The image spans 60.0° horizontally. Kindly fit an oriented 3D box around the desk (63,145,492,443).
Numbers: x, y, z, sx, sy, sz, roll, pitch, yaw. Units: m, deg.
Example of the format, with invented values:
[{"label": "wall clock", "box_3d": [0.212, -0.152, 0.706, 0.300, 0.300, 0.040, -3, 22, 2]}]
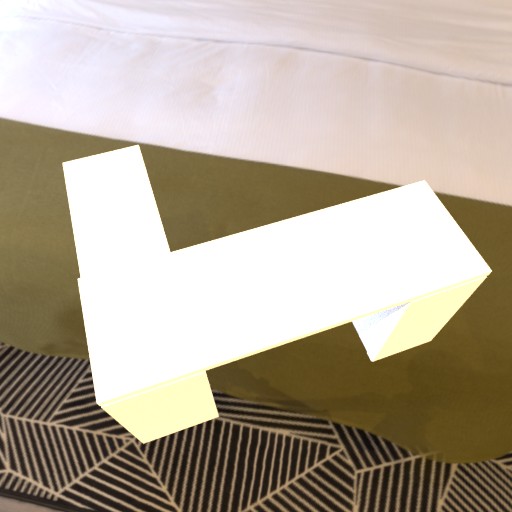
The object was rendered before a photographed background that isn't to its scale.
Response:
[{"label": "desk", "box_3d": [0.000, 0.000, 2.212, 1.524, 0.759, 1.199, -16, 59, -10]}]
